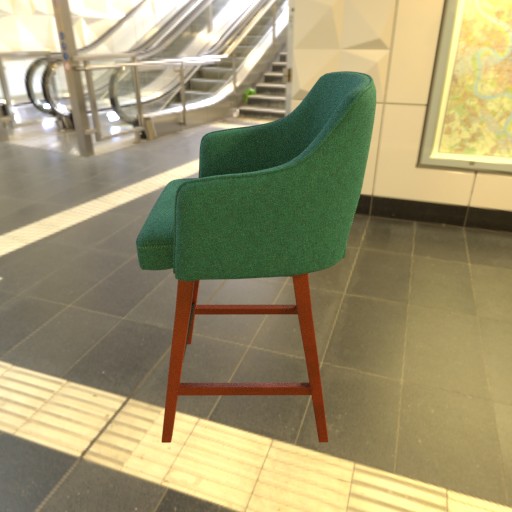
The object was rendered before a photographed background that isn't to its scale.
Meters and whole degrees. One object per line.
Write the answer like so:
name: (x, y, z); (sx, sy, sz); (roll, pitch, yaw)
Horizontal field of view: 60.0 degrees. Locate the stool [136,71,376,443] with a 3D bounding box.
stool: (0.000, 0.000, 1.262); (0.556, 0.961, 0.548); (0, 27, 0)
